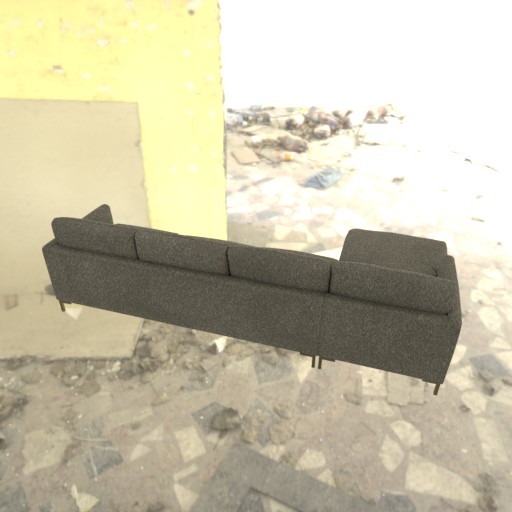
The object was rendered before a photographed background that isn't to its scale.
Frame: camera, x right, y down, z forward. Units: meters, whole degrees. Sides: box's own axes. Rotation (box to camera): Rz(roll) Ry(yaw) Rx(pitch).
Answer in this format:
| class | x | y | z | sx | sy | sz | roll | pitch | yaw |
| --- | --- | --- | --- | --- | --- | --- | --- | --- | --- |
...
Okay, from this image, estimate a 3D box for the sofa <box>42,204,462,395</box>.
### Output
| class | x | y | z | sx | sy | sz | roll | pitch | yaw |
| --- | --- | --- | --- | --- | --- | --- | --- | --- | --- |
| sofa | 0.000 | 0.000 | 3.513 | 2.932 | 0.810 | 1.350 | 9 | 33 | 15 |
